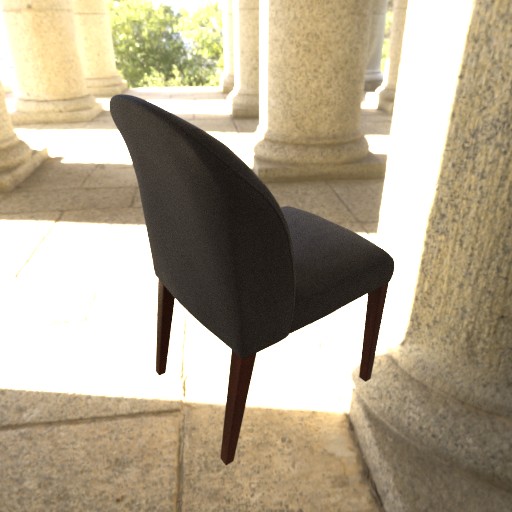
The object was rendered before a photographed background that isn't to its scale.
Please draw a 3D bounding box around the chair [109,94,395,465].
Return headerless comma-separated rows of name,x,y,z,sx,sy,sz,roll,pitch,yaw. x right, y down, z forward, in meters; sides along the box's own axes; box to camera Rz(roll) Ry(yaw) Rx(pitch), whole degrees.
chair,0.000,0.000,1.216,0.619,0.879,0.506,-18,33,-31
